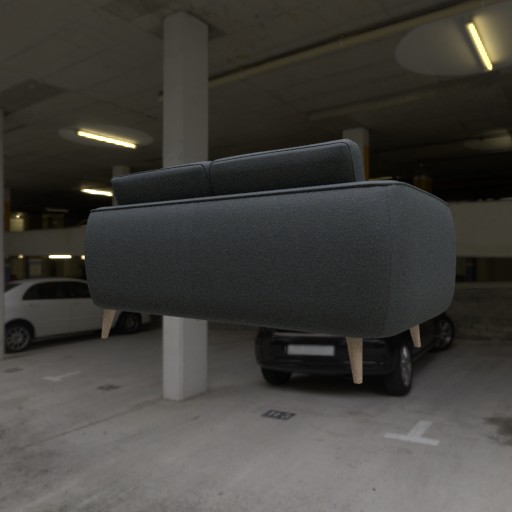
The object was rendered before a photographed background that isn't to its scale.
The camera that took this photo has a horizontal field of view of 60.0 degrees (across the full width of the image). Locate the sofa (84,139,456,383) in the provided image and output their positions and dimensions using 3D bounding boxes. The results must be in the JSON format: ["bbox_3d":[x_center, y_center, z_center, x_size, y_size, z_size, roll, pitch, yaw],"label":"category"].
[{"bbox_3d":[0.000,0.000,2.202,1.700,0.850,0.920,0,0,35],"label":"sofa"}]
